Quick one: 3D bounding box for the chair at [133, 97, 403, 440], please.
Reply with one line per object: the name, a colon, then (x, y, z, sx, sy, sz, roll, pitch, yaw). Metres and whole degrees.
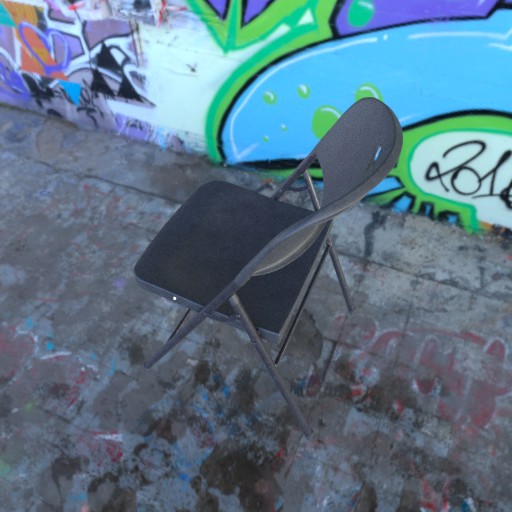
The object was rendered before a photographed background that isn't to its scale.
chair: (0.000, 0.000, 1.167, 0.567, 0.810, 0.494, 18, 50, 16)
